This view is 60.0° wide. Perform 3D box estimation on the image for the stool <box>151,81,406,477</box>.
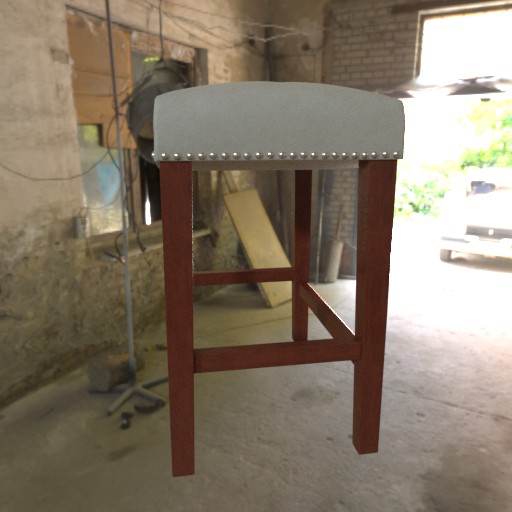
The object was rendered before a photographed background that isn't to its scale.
[{"bbox_3d":[0.000,0.000,0.925,0.375,0.632,0.509,-2,15,-9],"label":"stool"}]
